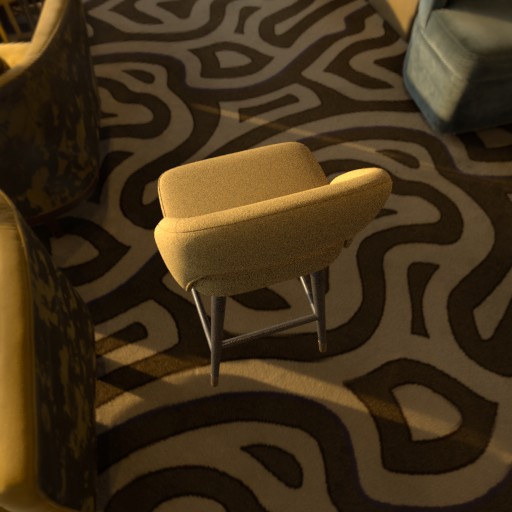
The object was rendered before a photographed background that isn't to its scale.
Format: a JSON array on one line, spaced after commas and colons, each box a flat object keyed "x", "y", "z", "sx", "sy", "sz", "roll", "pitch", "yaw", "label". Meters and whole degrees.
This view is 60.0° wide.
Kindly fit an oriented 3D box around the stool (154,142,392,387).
[{"x": 0.000, "y": 0.000, "z": 1.347, "sx": 0.536, "sy": 1.032, "sz": 0.522, "roll": -15, "pitch": 58, "yaw": -10, "label": "stool"}]
